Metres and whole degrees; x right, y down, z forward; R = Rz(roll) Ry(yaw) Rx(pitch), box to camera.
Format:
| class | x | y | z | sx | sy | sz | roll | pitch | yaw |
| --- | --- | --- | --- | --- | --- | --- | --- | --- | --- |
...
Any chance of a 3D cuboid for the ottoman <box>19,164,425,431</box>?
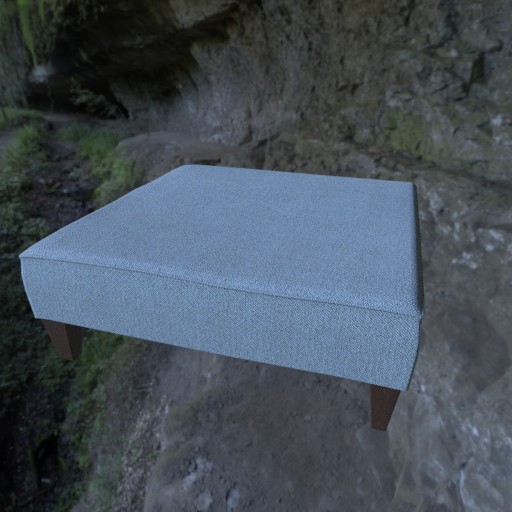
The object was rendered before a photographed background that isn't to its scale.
| class | x | y | z | sx | sy | sz | roll | pitch | yaw |
| --- | --- | --- | --- | --- | --- | --- | --- | --- | --- |
| ottoman | 0.000 | 0.000 | 1.483 | 1.004 | 0.379 | 0.968 | 8 | 27 | 16 |
